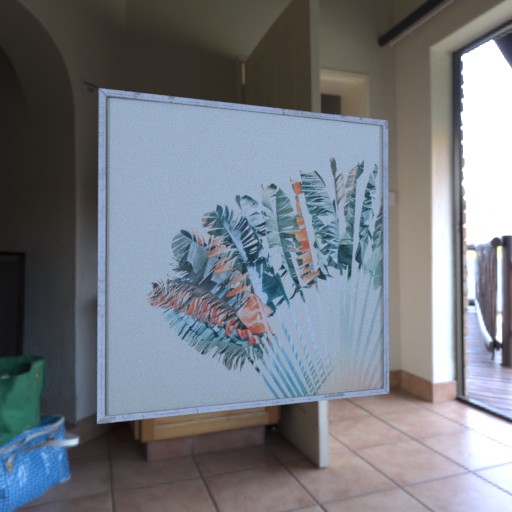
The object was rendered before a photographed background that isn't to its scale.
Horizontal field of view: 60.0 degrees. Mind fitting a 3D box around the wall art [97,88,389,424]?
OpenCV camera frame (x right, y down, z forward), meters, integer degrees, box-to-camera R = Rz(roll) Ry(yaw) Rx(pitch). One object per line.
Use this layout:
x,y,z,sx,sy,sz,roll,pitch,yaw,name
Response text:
0.000,0.000,1.132,0.760,0.757,0.038,0,-1,-18,wall art
